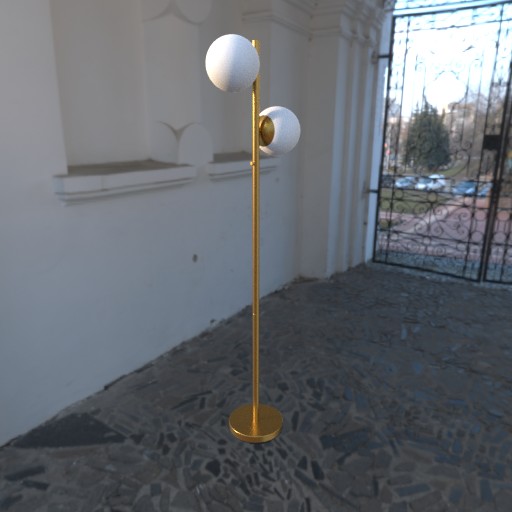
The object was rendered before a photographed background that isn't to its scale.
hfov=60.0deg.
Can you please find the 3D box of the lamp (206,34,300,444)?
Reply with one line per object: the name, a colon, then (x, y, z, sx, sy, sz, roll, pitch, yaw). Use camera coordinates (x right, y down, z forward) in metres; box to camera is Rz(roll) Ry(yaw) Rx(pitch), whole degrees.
lamp: (0.000, 0.000, 1.838, 0.419, 1.641, 0.249, -14, 21, -42)
